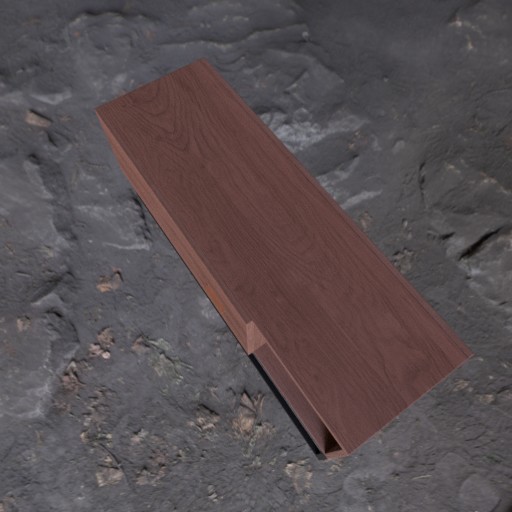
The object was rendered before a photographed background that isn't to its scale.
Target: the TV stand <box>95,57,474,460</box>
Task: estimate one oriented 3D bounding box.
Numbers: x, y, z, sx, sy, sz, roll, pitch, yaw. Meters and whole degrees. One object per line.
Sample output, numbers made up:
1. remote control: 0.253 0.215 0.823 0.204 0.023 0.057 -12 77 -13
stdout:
1. TV stand: 0.000 0.000 1.425 0.415 0.500 1.200 -32 68 -14
